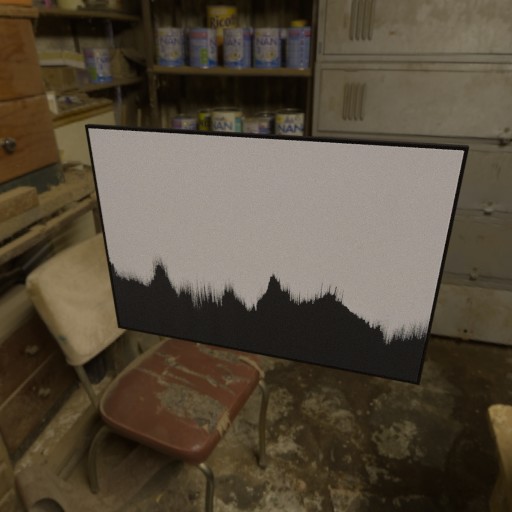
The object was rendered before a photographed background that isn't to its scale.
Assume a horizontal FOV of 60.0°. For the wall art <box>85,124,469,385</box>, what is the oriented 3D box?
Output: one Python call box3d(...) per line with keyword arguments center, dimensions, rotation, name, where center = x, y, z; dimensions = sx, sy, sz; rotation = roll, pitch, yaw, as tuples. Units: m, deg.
box3d(center=(0.000, 0.000, 1.223), dimensions=(0.957, 0.660, 0.019), rotation=(7, 27, 15), name="wall art")
